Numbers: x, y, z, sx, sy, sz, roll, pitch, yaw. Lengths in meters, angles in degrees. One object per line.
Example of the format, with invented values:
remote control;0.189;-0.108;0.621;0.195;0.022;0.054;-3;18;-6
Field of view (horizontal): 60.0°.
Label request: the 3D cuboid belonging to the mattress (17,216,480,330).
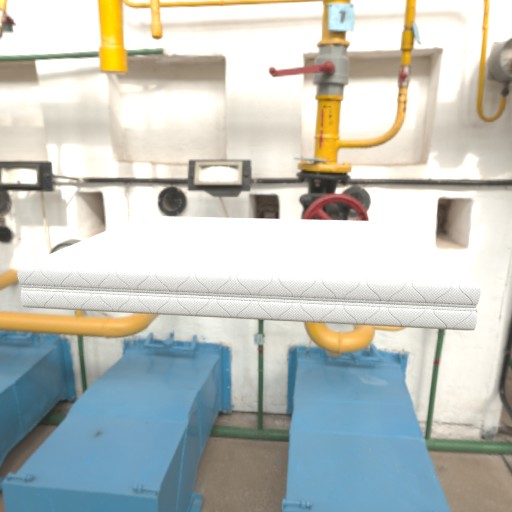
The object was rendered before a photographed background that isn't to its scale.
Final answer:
mattress;0.000;0.000;2.476;1.900;0.200;1.400;2;14;7
